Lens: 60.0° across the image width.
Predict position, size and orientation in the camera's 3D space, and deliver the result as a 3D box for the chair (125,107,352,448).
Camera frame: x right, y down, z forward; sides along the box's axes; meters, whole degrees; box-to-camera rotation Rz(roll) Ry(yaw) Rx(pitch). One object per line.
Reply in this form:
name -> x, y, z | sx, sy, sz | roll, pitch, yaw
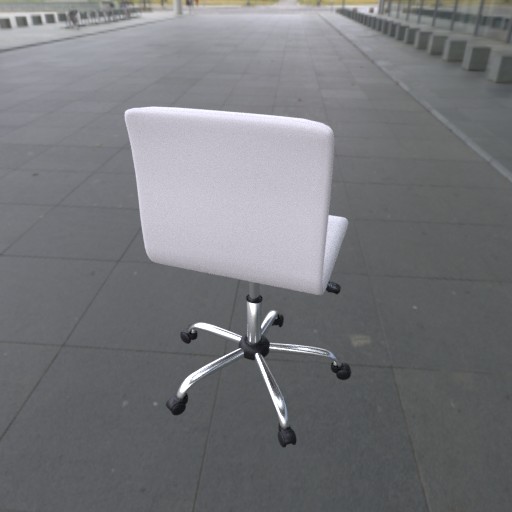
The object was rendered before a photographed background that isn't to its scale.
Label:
chair -> 0.000, 0.000, 1.069 | 0.520, 0.750, 0.455 | 10, 32, 17
